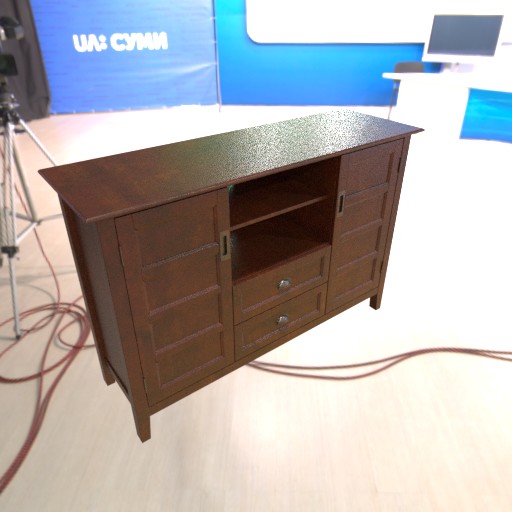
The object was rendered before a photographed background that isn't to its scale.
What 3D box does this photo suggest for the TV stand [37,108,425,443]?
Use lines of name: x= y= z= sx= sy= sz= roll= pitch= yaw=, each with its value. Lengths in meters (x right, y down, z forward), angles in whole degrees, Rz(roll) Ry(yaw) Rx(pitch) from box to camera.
TV stand: x=0.000 y=0.000 z=1.816 sx=1.372 sy=0.915 sz=0.445 roll=-21 pitch=37 yaw=-31
